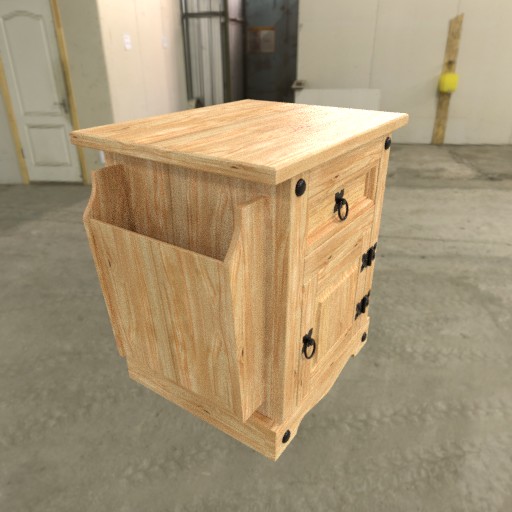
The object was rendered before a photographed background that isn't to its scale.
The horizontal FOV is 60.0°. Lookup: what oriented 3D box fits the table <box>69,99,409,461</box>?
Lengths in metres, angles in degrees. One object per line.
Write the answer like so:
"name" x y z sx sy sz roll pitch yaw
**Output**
"table" 0.000 0.000 0.876 0.380 0.515 0.530 17 31 31
